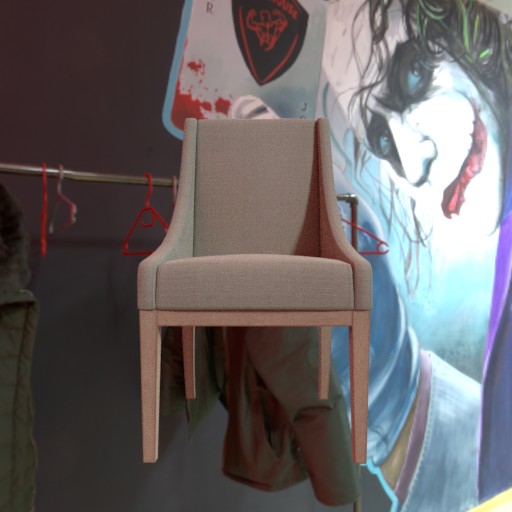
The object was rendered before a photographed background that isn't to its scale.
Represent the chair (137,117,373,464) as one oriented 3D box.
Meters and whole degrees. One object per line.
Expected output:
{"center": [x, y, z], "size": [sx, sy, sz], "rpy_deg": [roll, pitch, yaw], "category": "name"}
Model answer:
{"center": [0.000, 0.000, 1.378], "size": [0.575, 1.021, 0.611], "rpy_deg": [0, 0, 1], "category": "chair"}
